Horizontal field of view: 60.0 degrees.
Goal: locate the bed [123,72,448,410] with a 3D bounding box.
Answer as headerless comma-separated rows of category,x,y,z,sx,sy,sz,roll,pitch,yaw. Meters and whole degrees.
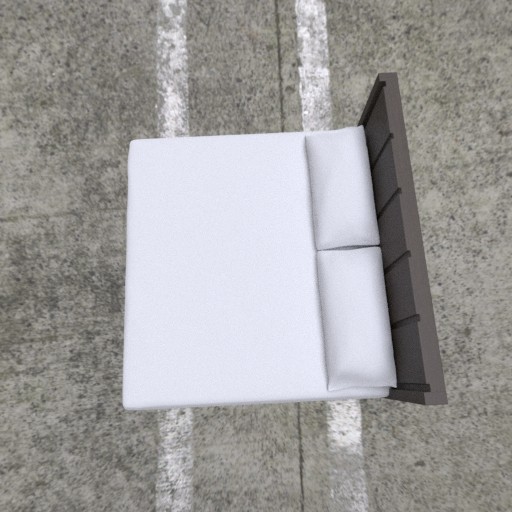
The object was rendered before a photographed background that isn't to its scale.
bed,0.000,0.000,3.315,2.012,1.270,2.134,-3,75,-1
